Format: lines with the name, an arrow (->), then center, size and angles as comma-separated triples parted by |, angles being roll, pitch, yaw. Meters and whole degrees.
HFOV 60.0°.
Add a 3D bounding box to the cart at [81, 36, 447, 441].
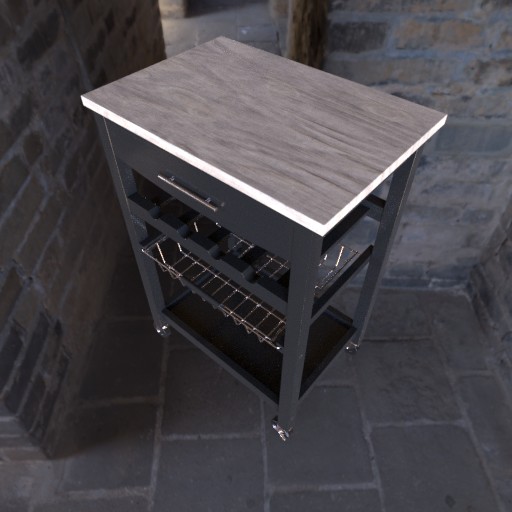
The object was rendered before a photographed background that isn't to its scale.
cart -> 0.000, 0.000, 1.146 | 0.584, 0.839, 0.403 | 32, 54, 27
